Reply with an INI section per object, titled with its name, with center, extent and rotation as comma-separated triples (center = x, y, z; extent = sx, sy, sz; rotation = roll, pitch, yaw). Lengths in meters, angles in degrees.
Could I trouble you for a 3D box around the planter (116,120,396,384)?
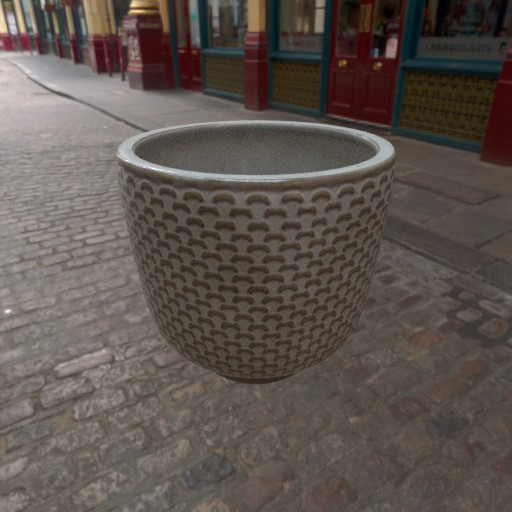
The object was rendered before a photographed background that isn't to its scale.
[planter]
center = 0.000, 0.000, 0.313
extent = 0.173, 0.160, 0.173
rotation = 0, 26, 0
